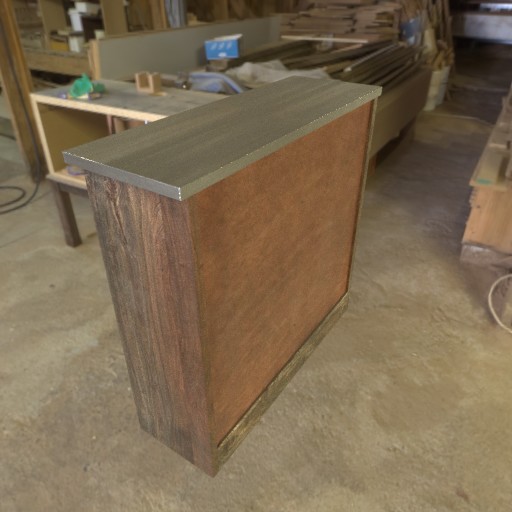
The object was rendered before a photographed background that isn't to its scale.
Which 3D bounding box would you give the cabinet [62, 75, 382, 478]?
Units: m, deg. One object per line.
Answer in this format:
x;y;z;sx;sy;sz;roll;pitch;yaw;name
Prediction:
0.000;0.000;1.435;0.338;0.919;0.968;20;38;28;cabinet
